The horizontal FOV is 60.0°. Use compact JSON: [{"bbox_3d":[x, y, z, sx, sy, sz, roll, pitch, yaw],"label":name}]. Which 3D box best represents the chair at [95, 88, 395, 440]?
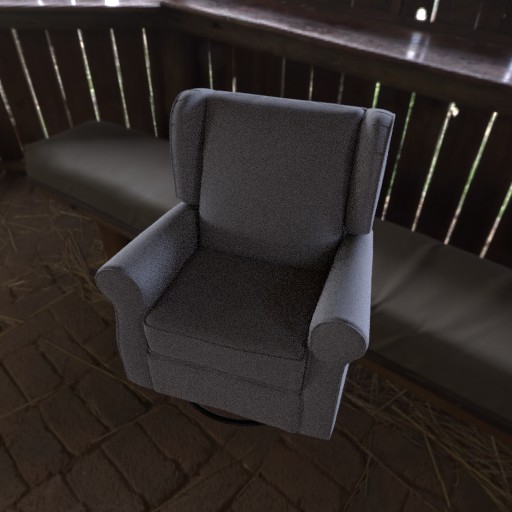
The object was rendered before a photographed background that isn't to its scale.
[{"bbox_3d":[0.000,0.000,1.674,0.906,0.966,0.854,12,41,14],"label":"chair"}]
